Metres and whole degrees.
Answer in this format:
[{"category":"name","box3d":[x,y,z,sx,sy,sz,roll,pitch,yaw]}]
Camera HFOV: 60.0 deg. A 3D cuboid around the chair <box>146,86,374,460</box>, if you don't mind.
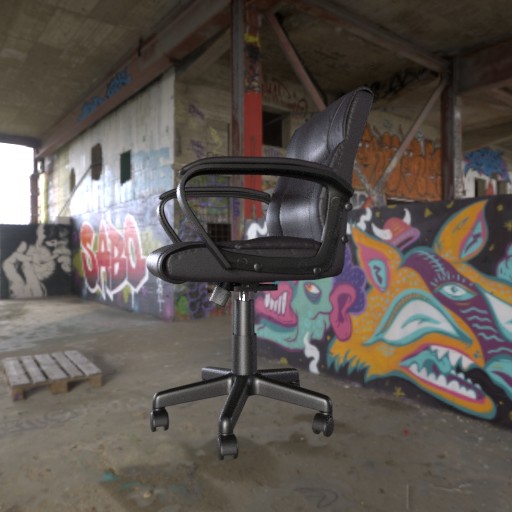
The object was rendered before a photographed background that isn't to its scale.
[{"category":"chair","box3d":[0.000,0.000,1.371,0.641,0.998,0.576,0,0,-18]}]
